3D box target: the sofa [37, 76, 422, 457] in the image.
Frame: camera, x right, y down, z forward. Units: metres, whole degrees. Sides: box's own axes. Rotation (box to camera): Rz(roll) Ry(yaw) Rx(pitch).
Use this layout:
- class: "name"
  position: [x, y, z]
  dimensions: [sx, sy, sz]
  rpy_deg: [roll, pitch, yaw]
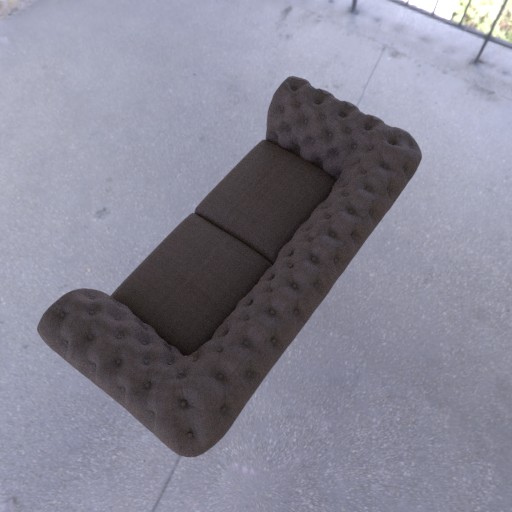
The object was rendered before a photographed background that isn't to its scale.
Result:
- class: "sofa"
  position: [0.000, 0.000, 2.467]
  dimensions: [0.944, 0.780, 2.048]
  rpy_deg: [34, 67, 16]
